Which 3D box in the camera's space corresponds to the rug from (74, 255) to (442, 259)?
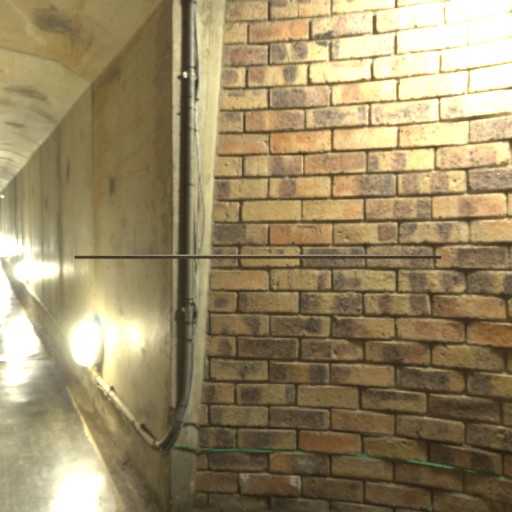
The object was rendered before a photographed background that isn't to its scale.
[{"bbox_3d":[0.000,0.000,3.052,1.524,0.014,2.438,0,0,0],"label":"rug"}]
